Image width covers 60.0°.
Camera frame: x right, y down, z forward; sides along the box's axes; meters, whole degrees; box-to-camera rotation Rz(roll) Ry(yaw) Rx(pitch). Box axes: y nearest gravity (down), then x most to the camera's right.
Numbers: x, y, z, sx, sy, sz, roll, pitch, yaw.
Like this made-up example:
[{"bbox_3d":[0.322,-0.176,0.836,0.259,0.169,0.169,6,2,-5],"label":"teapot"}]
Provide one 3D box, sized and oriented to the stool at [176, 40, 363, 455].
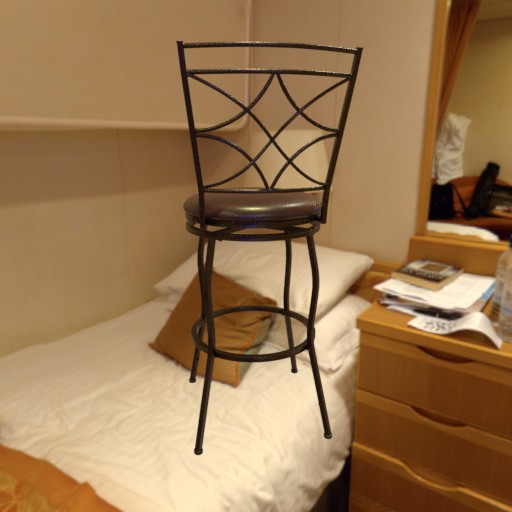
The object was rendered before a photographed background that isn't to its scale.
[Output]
[{"bbox_3d":[0.000,0.000,1.359,0.434,1.117,0.534,-3,15,-10],"label":"stool"}]
